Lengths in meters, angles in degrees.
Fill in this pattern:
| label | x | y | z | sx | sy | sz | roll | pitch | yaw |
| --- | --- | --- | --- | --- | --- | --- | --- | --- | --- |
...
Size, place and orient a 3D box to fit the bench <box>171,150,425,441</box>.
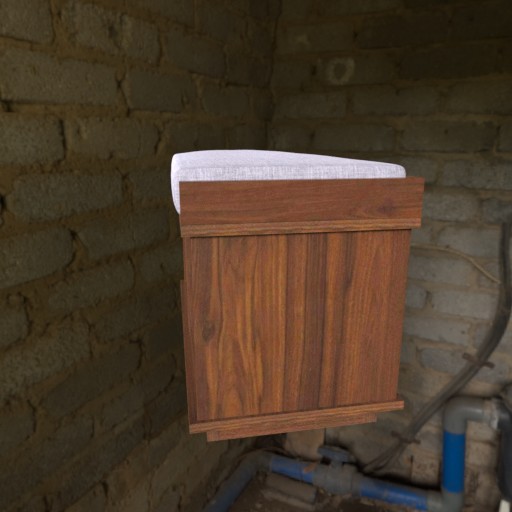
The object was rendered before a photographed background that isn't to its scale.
| label | x | y | z | sx | sy | sz | roll | pitch | yaw |
| --- | --- | --- | --- | --- | --- | --- | --- | --- | --- |
| bench | 0.000 | 0.000 | 1.008 | 0.362 | 0.461 | 0.734 | -3 | 15 | -10 |
